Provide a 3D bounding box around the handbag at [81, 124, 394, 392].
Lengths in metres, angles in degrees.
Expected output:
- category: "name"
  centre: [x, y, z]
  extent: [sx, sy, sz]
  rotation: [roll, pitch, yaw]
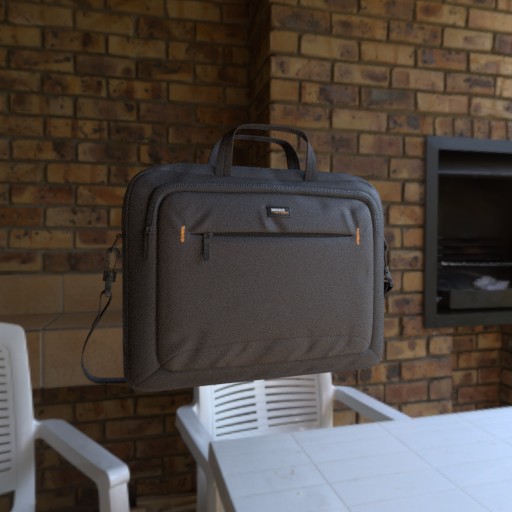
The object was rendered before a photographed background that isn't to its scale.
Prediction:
- category: "handbag"
  centre: [0.000, 0.000, 0.431]
  extent: [0.320, 0.244, 0.089]
  rotation: [0, 1, -20]
